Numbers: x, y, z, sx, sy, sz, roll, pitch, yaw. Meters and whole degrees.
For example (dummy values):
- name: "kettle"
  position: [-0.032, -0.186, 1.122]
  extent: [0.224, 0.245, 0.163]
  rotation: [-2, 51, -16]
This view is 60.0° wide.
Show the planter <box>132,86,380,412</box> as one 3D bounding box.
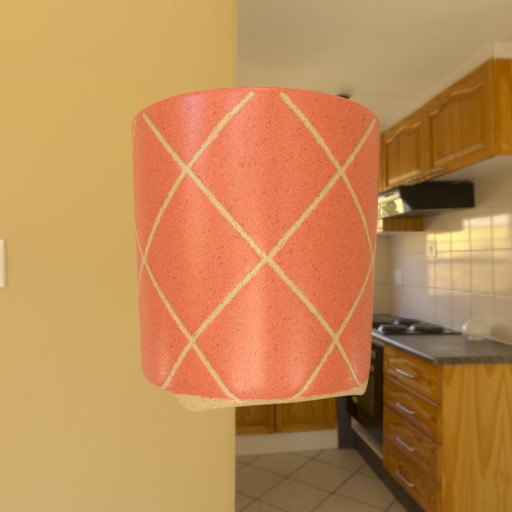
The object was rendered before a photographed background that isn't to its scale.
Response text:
- name: "planter"
  position: [0.000, 0.000, 0.420]
  extent: [0.227, 0.235, 0.227]
  rotation: [0, -1, 0]
